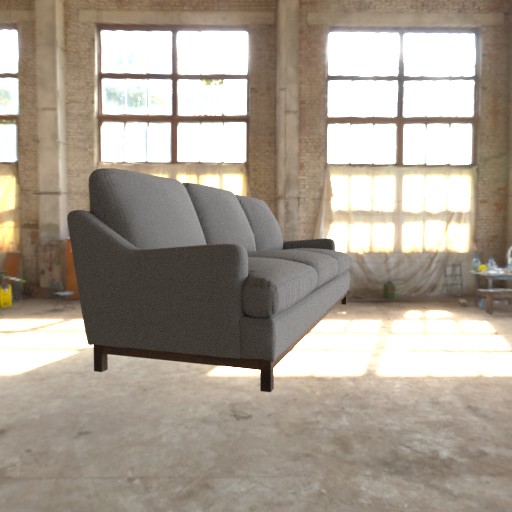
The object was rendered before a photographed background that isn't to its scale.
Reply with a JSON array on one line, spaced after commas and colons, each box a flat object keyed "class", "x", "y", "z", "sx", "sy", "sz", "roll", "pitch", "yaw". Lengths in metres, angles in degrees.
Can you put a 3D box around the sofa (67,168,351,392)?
[{"class": "sofa", "x": 0.000, "y": 0.000, "z": 2.895, "sx": 0.987, "sy": 0.926, "sz": 2.344, "roll": 1, "pitch": 3, "yaw": 19}]
